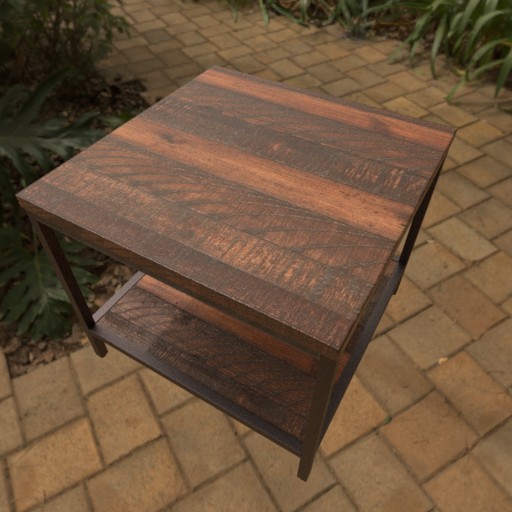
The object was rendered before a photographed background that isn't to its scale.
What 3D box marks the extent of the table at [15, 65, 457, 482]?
[{"bbox_3d":[0.000,0.000,0.933,0.548,0.482,0.553,23,51,21],"label":"table"}]
